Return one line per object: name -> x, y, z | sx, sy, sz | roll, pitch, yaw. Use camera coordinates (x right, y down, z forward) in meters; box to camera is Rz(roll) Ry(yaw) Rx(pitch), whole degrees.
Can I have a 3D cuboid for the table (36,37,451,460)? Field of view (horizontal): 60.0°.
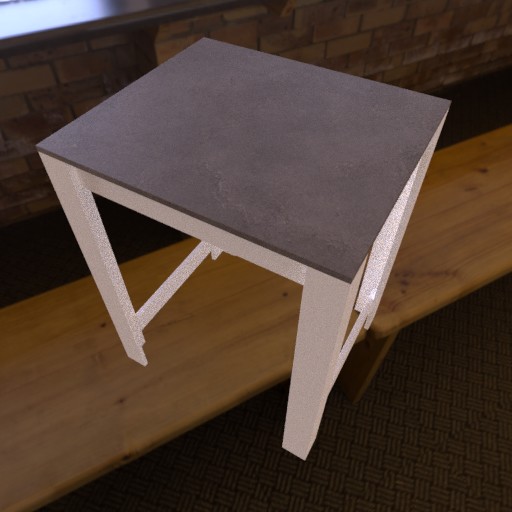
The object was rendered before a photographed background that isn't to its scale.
table -> 0.000, 0.000, 1.497 | 0.800, 1.020, 0.700 | 24, 53, 19
